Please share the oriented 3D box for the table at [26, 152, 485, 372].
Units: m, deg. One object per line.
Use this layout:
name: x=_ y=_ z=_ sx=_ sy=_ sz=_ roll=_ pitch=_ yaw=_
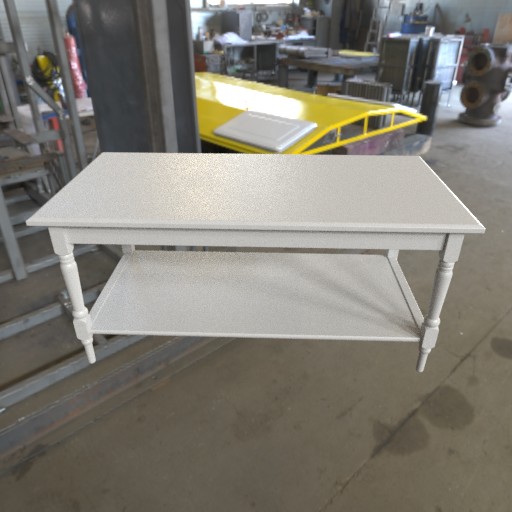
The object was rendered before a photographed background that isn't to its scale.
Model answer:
table: x=0.000 y=0.000 z=1.429 sx=1.109 sy=0.506 sz=0.551 roll=1 pitch=30 yaw=2
